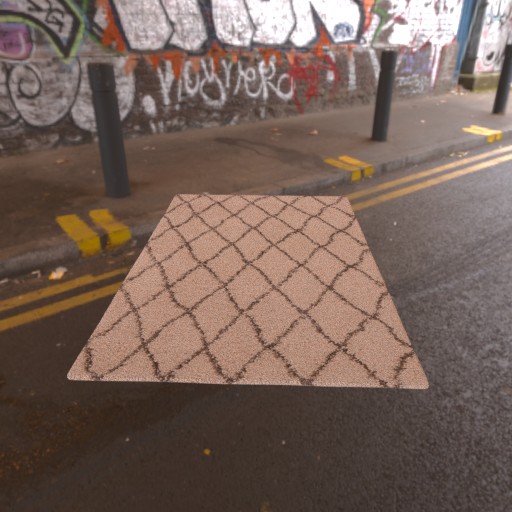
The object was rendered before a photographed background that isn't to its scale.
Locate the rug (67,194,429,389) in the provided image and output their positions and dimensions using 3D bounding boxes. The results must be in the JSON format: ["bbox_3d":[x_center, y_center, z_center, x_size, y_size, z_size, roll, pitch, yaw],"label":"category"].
[{"bbox_3d":[0.000,0.000,3.380,1.778,0.030,2.743,1,27,2],"label":"rug"}]
